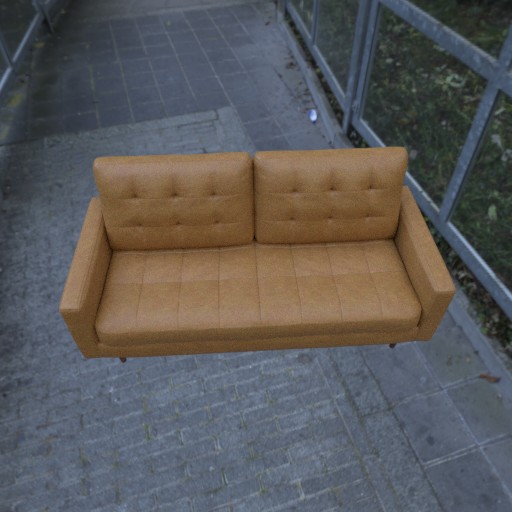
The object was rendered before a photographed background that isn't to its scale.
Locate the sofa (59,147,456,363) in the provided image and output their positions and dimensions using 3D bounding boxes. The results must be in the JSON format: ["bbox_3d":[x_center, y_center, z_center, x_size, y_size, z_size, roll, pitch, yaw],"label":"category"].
[{"bbox_3d":[0.000,0.000,2.334,1.821,0.898,0.850,-3,47,-2],"label":"sofa"}]
